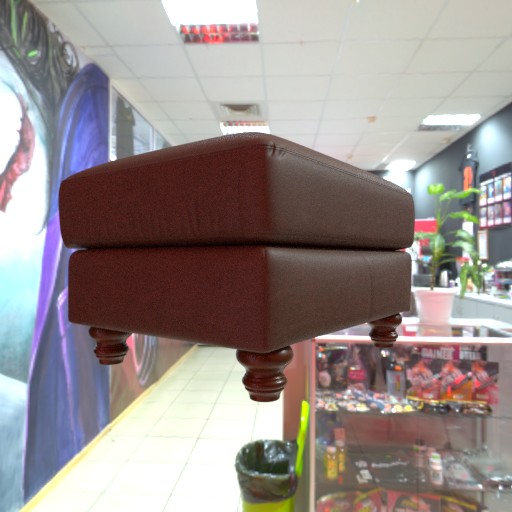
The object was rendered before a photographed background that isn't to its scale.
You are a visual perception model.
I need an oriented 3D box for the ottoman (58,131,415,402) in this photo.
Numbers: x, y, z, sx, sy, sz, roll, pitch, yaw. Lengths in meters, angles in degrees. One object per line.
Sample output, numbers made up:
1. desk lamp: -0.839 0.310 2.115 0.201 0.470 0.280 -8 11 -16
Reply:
1. ottoman: 0.000 0.000 1.170 0.635 0.508 0.787 0 0 37
